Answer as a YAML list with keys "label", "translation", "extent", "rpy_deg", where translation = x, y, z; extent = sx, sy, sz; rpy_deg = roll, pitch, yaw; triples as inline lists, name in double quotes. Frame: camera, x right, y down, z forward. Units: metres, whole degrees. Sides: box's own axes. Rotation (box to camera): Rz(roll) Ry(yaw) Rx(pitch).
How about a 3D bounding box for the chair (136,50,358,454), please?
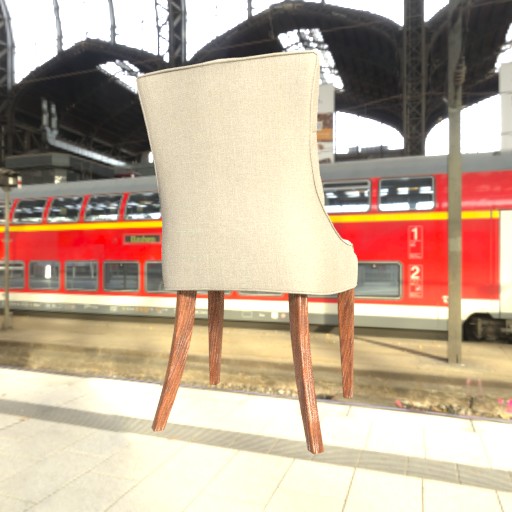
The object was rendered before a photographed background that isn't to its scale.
- label: "chair"
  translation: [0.000, 0.000, 1.225]
  extent: [0.509, 0.874, 0.565]
  rpy_deg: [0, 0, 18]
